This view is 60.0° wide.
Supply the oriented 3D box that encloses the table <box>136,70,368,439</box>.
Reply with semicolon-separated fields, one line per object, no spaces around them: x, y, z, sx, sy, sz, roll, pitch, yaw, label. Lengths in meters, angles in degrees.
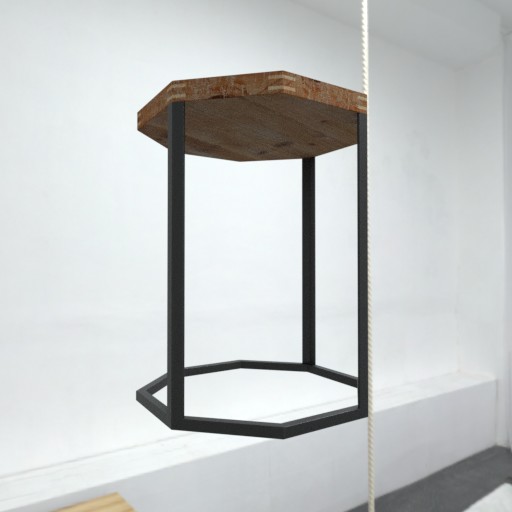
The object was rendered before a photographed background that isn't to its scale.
0.000;0.000;0.877;0.458;0.543;0.458;-1;-1;35;table
